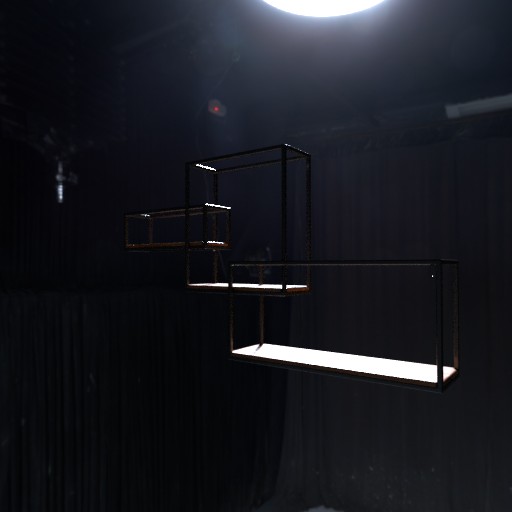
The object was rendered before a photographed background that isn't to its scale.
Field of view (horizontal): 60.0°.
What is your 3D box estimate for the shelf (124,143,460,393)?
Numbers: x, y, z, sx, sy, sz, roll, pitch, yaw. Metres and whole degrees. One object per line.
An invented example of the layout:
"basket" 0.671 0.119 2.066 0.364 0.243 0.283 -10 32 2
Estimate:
"shelf" 0.000 0.000 2.164 1.781 0.972 0.275 -1 -2 36
